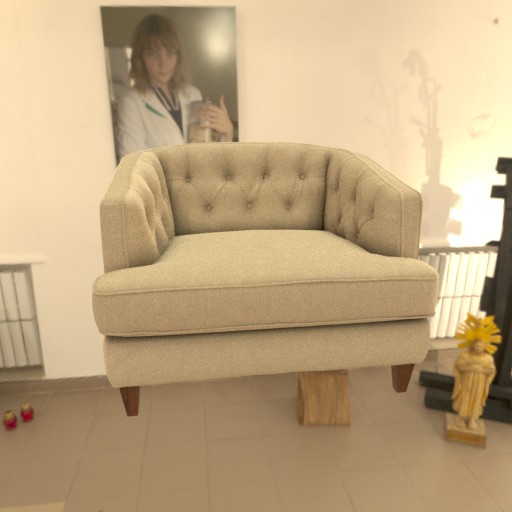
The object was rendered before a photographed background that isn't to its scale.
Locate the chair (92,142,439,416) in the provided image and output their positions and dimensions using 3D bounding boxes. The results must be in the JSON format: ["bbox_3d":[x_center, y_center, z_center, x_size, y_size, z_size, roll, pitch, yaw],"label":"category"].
[{"bbox_3d":[0.000,0.000,1.764,1.104,0.852,0.941,-2,16,-8],"label":"chair"}]
